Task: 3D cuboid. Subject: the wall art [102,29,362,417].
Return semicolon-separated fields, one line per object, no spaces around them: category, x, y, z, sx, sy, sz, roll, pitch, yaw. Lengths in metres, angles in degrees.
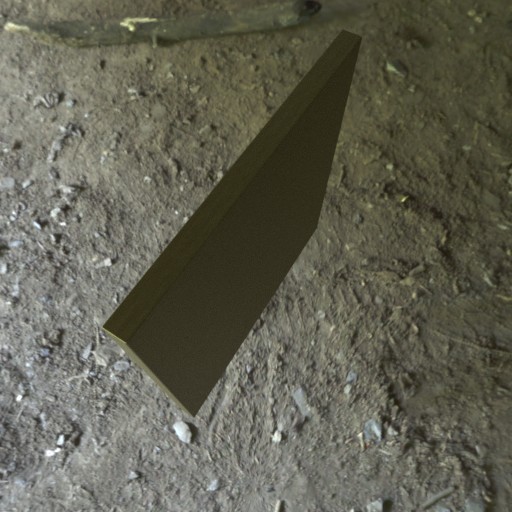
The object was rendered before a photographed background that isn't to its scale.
wall art;0.000;0.000;0.734;0.031;0.506;0.503;29;66;14
